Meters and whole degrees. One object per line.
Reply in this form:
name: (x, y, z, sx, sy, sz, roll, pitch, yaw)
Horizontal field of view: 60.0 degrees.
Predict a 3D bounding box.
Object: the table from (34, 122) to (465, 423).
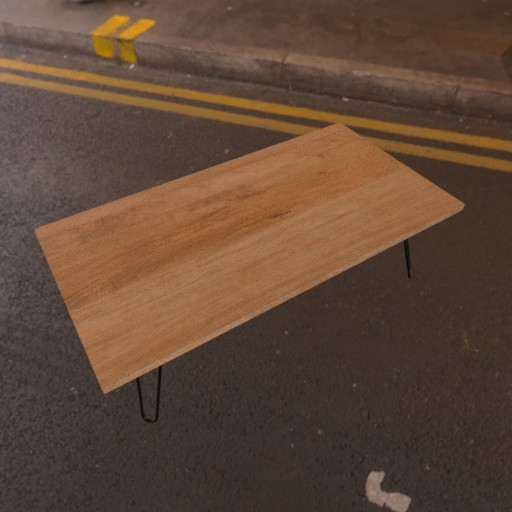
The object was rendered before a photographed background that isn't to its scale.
table: (0.000, 0.000, 1.697, 1.348, 0.400, 0.699, -24, 50, -22)
